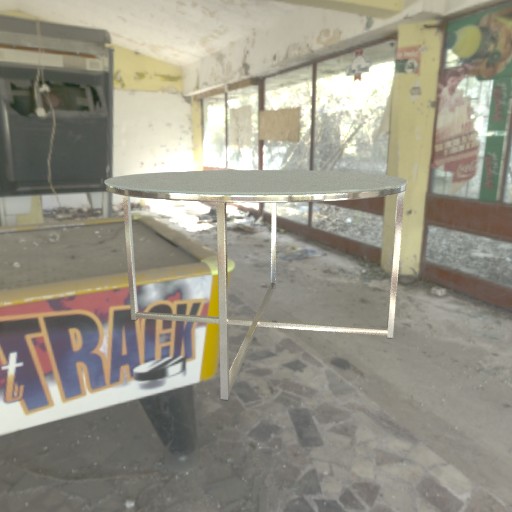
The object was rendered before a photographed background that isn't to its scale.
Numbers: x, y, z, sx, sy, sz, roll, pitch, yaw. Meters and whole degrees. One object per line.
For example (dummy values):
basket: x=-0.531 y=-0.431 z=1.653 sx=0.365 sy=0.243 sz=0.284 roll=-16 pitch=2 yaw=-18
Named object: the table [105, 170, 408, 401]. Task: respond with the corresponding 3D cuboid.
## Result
table: x=0.000 y=0.000 z=1.287 sx=0.800 sy=0.450 sz=0.800 roll=0 pitch=14 yaw=0
